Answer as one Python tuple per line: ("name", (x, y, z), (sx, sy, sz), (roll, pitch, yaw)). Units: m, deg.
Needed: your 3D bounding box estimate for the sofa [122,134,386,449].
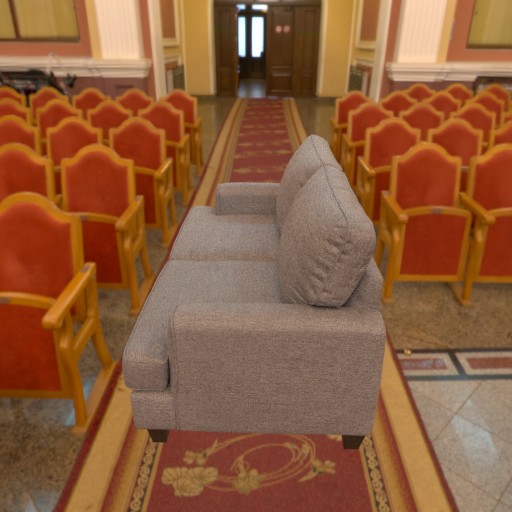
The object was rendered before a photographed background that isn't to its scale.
("sofa", (0.000, 0.000, 2.270), (0.965, 0.965, 1.651), (1, 26, 2))
